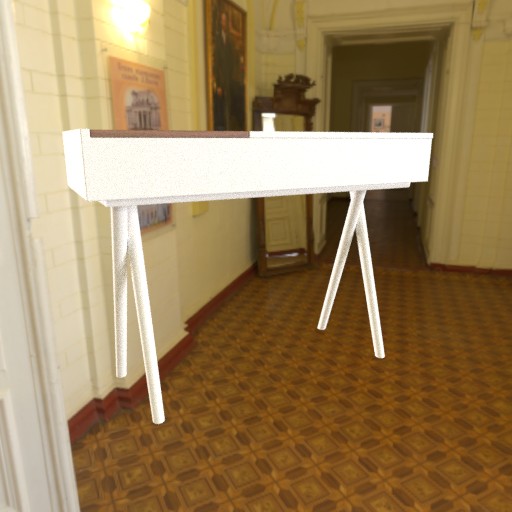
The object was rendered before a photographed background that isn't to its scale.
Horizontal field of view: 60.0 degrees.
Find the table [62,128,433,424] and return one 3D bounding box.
[{"bbox_3d":[0.000,0.000,1.459,1.066,0.785,0.418,-8,16,-27],"label":"table"}]
